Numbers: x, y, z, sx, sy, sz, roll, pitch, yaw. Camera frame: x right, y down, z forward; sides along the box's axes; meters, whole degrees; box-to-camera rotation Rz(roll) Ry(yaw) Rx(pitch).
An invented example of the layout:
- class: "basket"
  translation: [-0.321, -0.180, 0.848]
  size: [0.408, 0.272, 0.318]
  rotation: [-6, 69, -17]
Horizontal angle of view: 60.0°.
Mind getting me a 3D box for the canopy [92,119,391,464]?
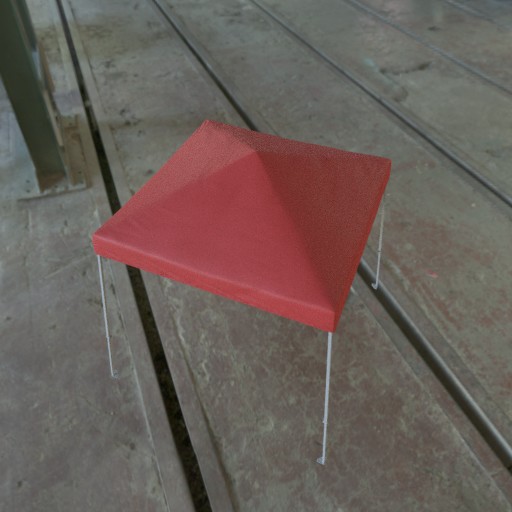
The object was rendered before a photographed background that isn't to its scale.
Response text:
- class: "canopy"
  translation: [0.000, 0.000, 6.596]
  size: [3.599, 3.600, 3.600]
  rotation: [17, 48, 16]
